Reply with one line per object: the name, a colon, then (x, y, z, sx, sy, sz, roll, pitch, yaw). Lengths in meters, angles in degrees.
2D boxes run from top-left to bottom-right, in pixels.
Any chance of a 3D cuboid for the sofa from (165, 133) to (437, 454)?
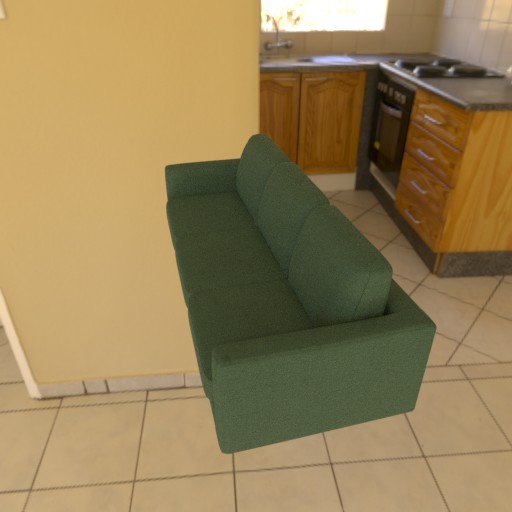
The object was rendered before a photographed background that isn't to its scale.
sofa: (0.000, 0.000, 2.521, 0.879, 0.899, 2.029, -8, 32, -13)
